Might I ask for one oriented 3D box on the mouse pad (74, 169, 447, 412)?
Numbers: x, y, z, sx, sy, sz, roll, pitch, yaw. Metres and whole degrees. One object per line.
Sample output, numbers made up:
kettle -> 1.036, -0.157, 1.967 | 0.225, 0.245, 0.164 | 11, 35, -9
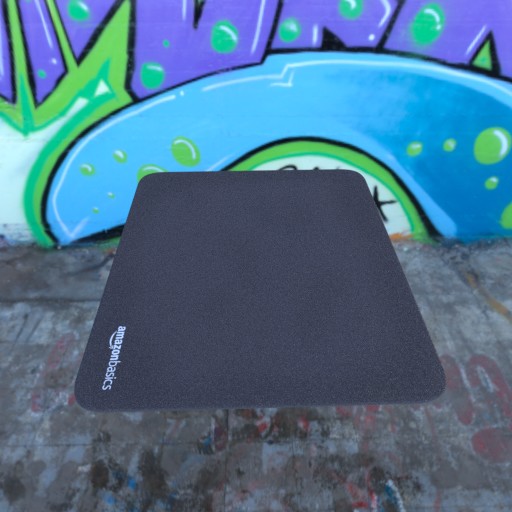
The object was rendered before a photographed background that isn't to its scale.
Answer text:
mouse pad -> 0.000, 0.000, 0.332 | 0.211, 0.002, 0.249 | -1, 41, -1
